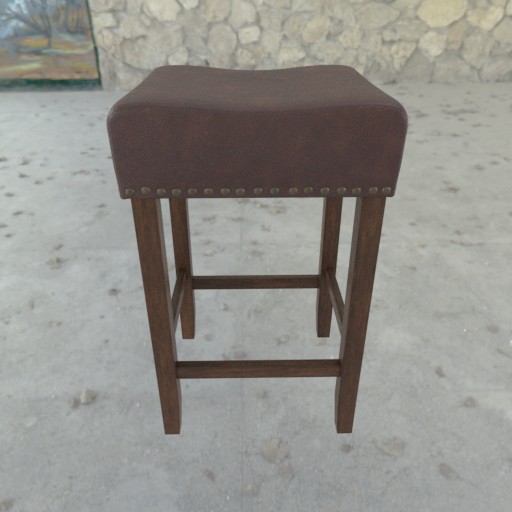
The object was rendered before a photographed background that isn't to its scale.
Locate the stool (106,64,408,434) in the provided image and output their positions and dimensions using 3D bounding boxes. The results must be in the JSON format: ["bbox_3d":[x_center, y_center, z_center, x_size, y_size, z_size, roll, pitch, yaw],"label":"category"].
[{"bbox_3d":[0.000,0.000,1.020,0.465,0.769,0.401,-1,31,-1],"label":"stool"}]
